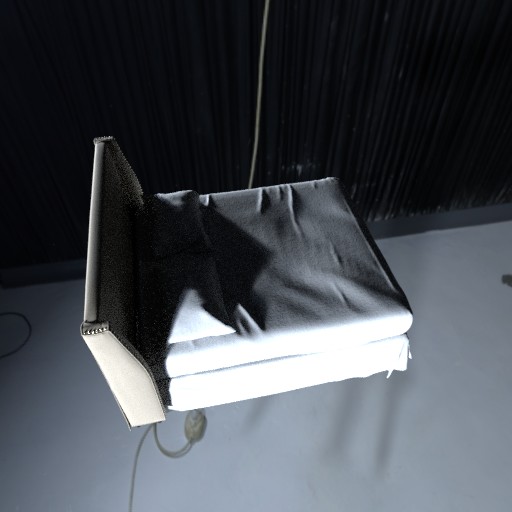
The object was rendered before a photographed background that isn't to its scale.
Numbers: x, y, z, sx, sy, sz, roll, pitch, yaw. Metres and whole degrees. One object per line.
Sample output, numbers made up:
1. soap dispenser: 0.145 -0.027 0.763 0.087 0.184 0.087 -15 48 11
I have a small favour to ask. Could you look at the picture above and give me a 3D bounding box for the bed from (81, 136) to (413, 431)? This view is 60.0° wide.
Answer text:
1. bed: 0.000 0.000 3.555 2.276 1.332 1.925 -9 48 -8
